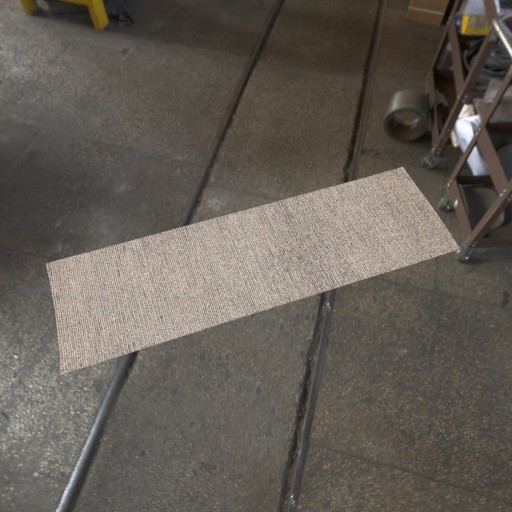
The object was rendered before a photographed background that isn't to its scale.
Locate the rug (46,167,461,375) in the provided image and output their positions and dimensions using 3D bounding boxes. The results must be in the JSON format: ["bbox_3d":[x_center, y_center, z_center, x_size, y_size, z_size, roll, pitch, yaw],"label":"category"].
[{"bbox_3d":[0.000,0.000,2.596,2.335,0.013,0.697,-16,59,-10],"label":"rug"}]
